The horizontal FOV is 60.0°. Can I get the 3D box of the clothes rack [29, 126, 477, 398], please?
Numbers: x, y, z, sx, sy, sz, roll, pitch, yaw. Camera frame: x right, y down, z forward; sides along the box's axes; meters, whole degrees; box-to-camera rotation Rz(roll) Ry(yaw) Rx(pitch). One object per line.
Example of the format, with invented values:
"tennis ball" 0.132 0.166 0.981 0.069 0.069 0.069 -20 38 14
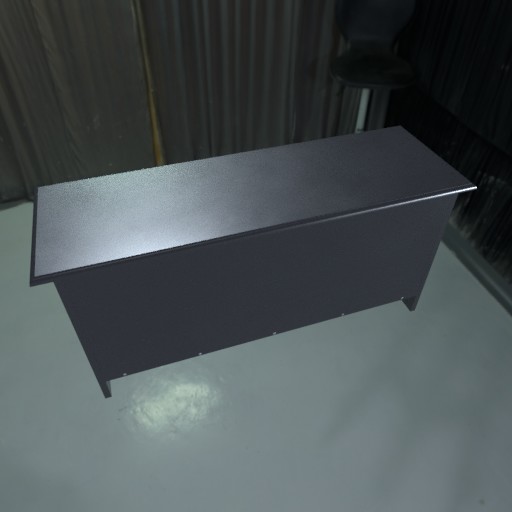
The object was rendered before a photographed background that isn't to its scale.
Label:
"clothes rack" 0.000 0.000 1.466 1.219 0.556 0.406 -13 44 -14
